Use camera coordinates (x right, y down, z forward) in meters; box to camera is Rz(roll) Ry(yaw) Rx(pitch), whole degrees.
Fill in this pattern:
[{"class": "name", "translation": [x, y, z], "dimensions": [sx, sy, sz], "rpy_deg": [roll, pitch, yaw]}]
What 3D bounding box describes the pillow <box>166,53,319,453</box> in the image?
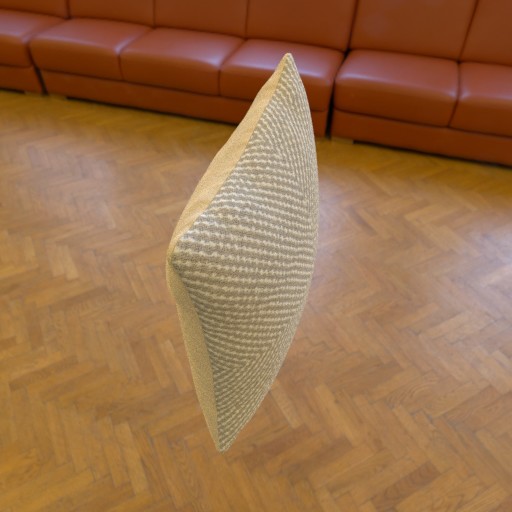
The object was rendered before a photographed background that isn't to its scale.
[{"class": "pillow", "translation": [0.000, 0.000, 0.698], "dimensions": [0.181, 0.458, 0.459], "rpy_deg": [12, 47, 11]}]
